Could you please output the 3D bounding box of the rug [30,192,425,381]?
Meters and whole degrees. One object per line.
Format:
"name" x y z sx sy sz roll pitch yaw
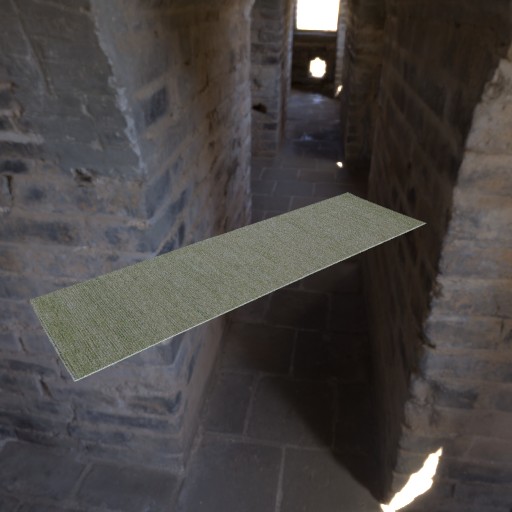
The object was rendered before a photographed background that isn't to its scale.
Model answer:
"rug" 0.000 0.000 2.593 2.340 0.013 0.686 -21 36 -31
